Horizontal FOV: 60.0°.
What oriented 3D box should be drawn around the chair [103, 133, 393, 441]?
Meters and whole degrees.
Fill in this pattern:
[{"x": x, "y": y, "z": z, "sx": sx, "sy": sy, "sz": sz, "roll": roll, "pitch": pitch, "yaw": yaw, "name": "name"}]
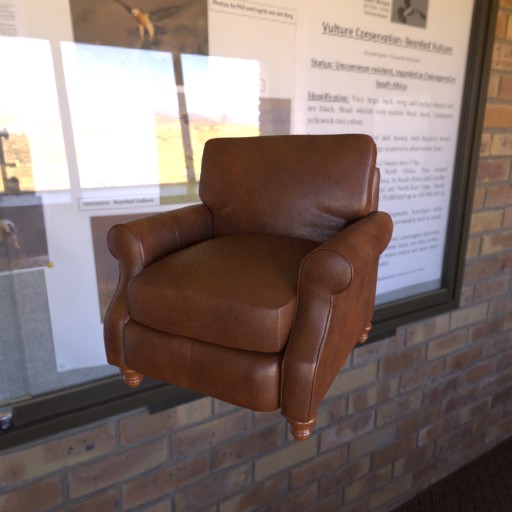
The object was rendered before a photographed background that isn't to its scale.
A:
[{"x": 0.000, "y": 0.000, "z": 1.823, "sx": 0.989, "sy": 0.972, "sz": 0.992, "roll": 8, "pitch": 17, "yaw": 26, "name": "chair"}]
